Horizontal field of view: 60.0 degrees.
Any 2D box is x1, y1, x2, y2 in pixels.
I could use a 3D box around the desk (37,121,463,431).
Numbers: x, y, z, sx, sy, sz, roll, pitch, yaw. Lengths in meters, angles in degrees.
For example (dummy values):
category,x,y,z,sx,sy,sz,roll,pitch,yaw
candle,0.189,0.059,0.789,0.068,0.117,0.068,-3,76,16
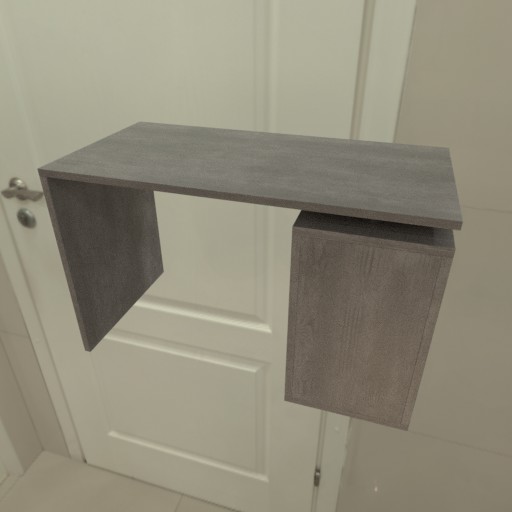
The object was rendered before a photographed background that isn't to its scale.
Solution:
category,x,y,z,sx,sy,sz,roll,pitch,yaw
desk,0.000,0.000,1.621,1.200,0.740,0.600,9,32,15
